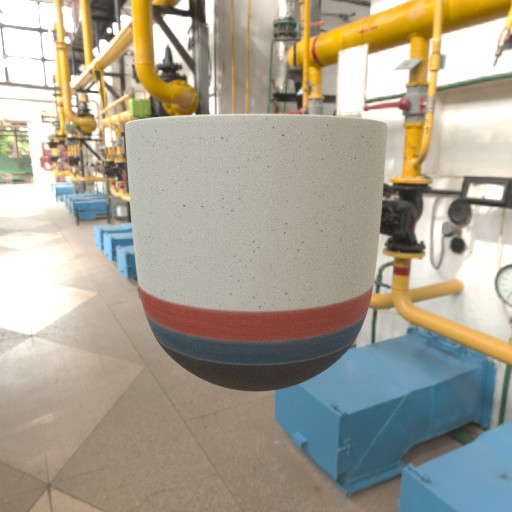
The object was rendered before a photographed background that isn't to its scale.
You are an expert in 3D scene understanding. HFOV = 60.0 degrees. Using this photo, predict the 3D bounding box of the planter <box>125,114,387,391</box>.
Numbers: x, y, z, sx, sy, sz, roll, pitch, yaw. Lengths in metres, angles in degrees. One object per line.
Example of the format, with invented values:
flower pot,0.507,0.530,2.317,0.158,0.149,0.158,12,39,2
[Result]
planter,0.000,0.000,0.380,0.204,0.214,0.204,0,12,0
